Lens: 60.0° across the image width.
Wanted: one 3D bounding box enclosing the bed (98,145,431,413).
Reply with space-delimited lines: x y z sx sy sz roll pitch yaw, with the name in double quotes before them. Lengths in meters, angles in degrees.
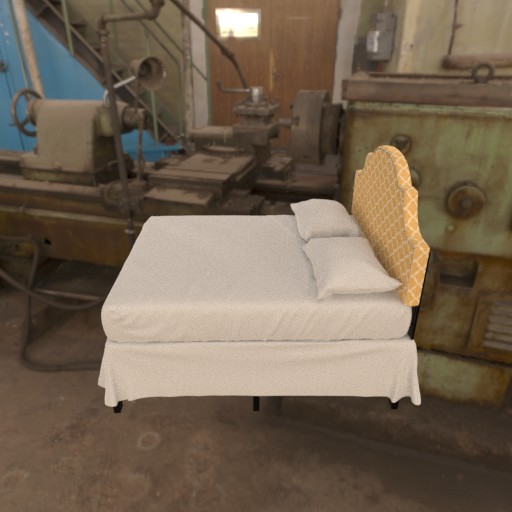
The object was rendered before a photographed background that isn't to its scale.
"bed" 0.000 0.000 3.400 2.222 1.633 1.780 0 27 -1
